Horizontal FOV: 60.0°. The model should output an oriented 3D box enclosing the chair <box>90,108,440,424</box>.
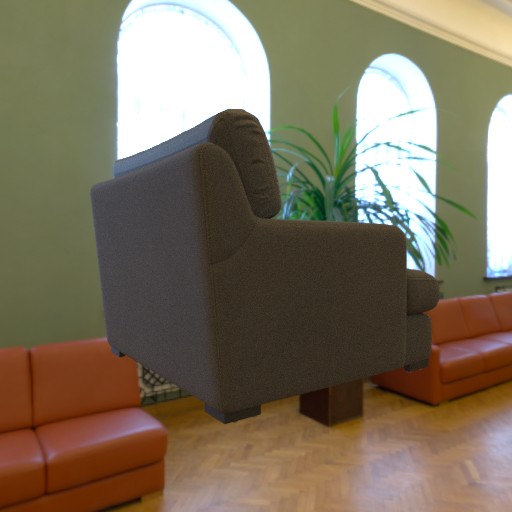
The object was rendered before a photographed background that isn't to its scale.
[{"bbox_3d":[0.000,0.000,1.958,1.143,0.940,1.168,-1,2,-35],"label":"chair"}]
